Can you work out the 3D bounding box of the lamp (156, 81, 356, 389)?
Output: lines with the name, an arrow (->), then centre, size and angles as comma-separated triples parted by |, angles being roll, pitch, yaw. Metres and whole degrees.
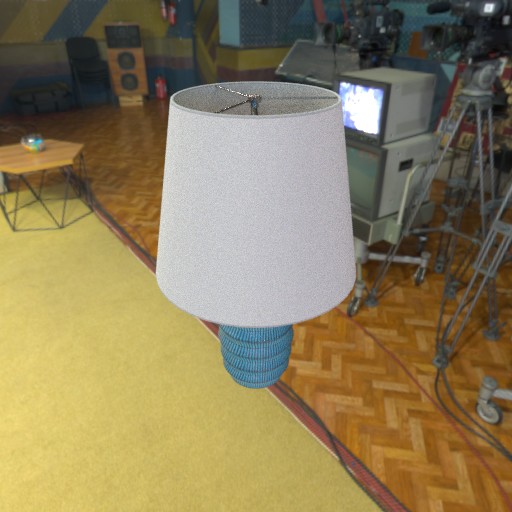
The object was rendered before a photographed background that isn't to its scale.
lamp -> 0.000, 0.000, 0.567 | 0.254, 0.392, 0.254 | 0, 31, 0
